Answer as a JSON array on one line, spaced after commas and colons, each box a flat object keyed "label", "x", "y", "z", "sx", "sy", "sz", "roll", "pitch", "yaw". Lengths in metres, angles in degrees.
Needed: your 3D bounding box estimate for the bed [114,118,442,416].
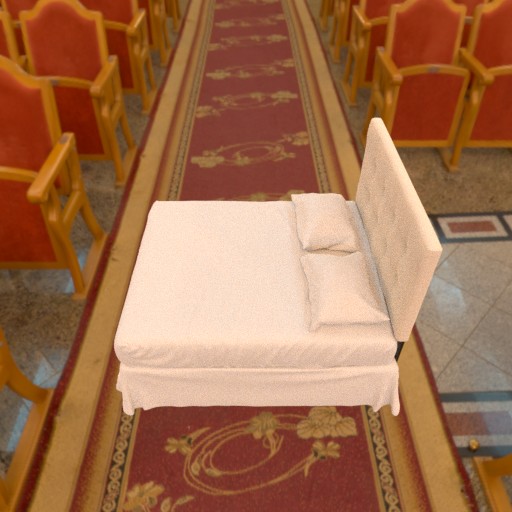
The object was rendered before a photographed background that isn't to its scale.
[{"label": "bed", "x": 0.000, "y": 0.000, "z": 3.538, "sx": 2.222, "sy": 1.577, "sz": 1.936, "roll": 0, "pitch": 43, "yaw": 0}]
